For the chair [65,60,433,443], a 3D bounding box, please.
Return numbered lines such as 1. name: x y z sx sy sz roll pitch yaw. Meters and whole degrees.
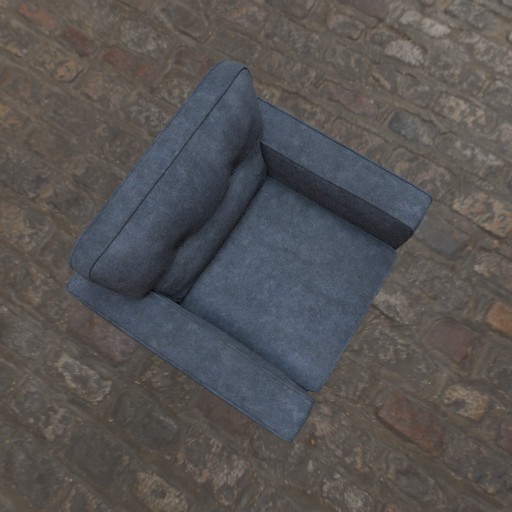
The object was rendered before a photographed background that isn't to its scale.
1. chair: 0.000 0.000 1.712 0.939 0.965 1.015 32 78 8
